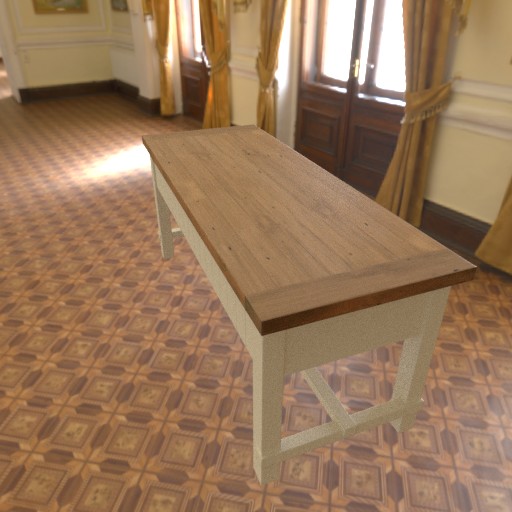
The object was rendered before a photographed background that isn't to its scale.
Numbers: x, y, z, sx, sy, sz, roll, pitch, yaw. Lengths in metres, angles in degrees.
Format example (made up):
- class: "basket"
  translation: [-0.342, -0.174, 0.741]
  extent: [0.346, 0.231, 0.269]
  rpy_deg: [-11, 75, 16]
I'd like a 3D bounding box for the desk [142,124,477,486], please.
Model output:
- class: "desk"
  translation: [0.000, 0.000, 2.117]
  extent: [0.688, 0.762, 1.803]
  rpy_deg: [-11, 32, -19]
